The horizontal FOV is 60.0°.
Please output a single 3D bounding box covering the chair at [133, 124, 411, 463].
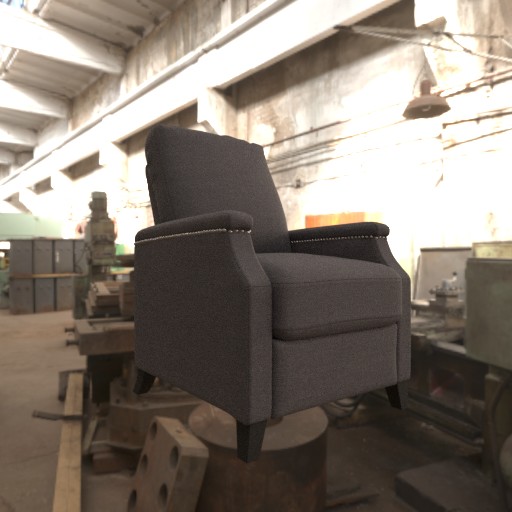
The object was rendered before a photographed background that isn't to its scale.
[{"bbox_3d":[0.000,0.000,1.650,0.710,1.049,0.922,0,0,-37],"label":"chair"}]
